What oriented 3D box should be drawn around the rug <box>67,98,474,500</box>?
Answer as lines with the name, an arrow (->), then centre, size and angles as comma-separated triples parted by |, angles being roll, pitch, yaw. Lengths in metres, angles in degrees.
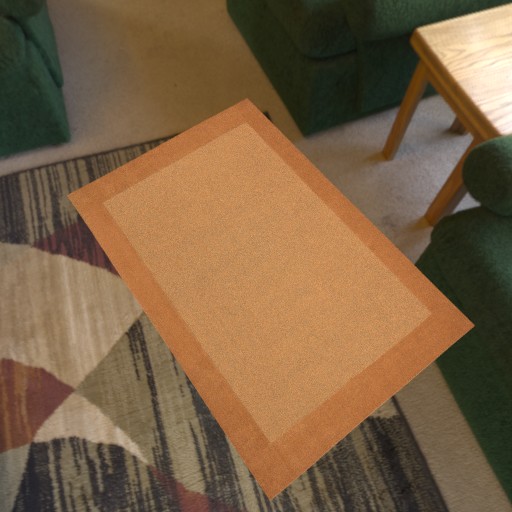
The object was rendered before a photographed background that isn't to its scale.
rug -> 0.000, 0.000, 2.265 | 1.219, 0.014, 1.829 | -34, 68, -16
